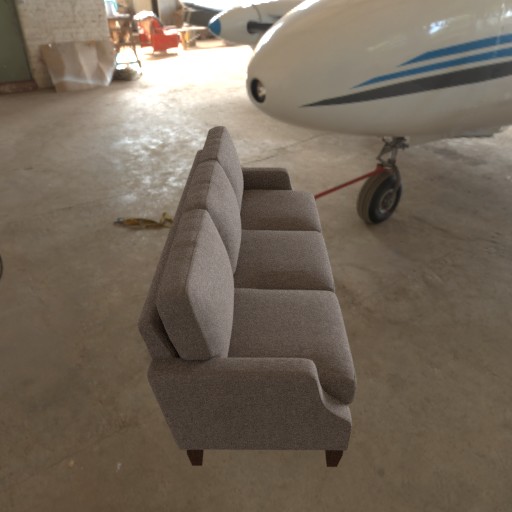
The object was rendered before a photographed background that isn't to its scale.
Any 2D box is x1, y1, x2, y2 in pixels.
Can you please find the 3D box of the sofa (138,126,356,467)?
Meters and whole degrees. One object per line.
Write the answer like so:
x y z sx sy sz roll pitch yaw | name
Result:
0.000 0.000 2.635 0.888 0.984 2.115 0 33 0 | sofa
